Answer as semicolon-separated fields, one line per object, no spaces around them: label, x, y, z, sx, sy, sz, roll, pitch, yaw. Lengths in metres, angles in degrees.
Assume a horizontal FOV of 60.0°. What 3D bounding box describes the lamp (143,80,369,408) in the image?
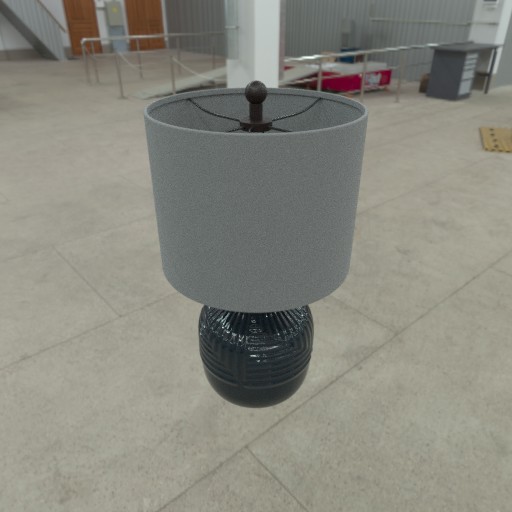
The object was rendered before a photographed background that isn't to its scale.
lamp;0.000;0.000;0.763;0.318;0.567;0.318;0;30;0
